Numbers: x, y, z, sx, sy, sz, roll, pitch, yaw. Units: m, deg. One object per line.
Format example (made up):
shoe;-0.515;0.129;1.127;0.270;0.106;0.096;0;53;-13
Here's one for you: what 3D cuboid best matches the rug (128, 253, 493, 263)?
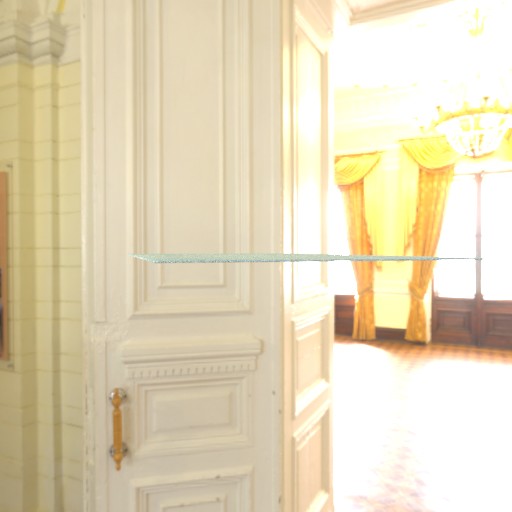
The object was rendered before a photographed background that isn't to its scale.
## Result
rug;0.000;0.000;2.179;1.142;0.006;1.752;0;1;-18
